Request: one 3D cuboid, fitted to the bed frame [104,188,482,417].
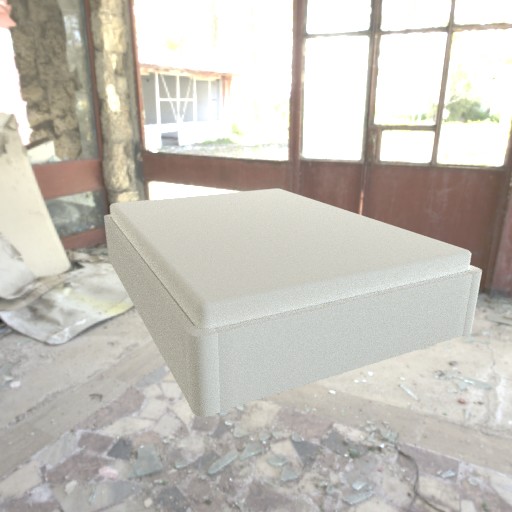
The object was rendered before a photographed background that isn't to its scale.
[{"bbox_3d":[0.000,0.000,2.565,1.400,0.406,1.900,-9,21,-25],"label":"bed frame"}]
